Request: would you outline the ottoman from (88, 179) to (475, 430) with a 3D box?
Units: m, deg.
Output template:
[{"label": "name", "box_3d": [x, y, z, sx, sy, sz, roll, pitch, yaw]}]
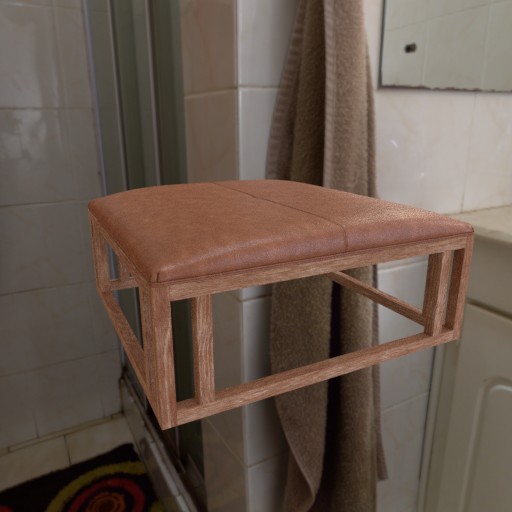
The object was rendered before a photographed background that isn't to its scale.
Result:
[{"label": "ottoman", "box_3d": [0.000, 0.000, 1.619, 1.013, 0.442, 1.016, -8, 19, -26]}]
